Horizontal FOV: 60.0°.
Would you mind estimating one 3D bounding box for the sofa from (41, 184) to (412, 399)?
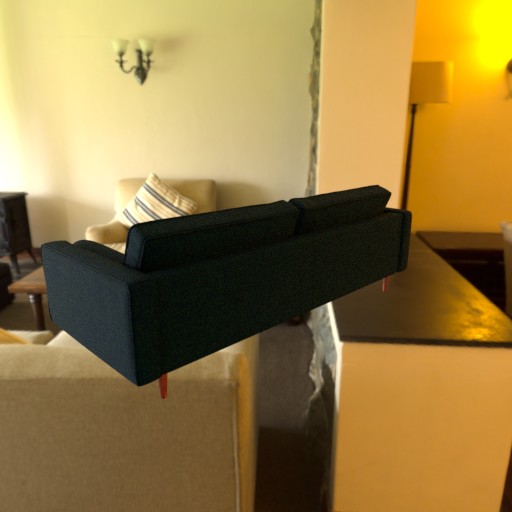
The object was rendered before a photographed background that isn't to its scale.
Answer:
[{"bbox_3d":[0.000,0.000,2.720,2.210,0.762,0.914,-15,22,-42],"label":"sofa"}]
